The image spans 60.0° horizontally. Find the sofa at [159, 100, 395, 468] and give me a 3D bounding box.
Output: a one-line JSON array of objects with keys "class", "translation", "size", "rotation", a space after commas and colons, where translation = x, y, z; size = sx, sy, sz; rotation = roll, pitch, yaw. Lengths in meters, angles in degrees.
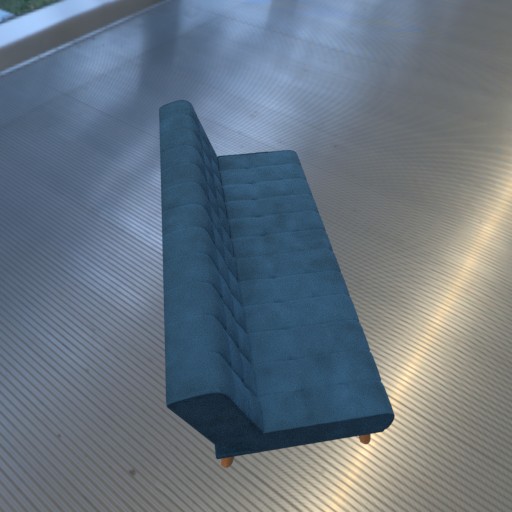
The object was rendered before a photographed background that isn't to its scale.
[{"class": "sofa", "translation": [0.000, 0.000, 2.289], "size": [0.855, 0.813, 1.804], "rotation": [-7, 48, -6]}]
